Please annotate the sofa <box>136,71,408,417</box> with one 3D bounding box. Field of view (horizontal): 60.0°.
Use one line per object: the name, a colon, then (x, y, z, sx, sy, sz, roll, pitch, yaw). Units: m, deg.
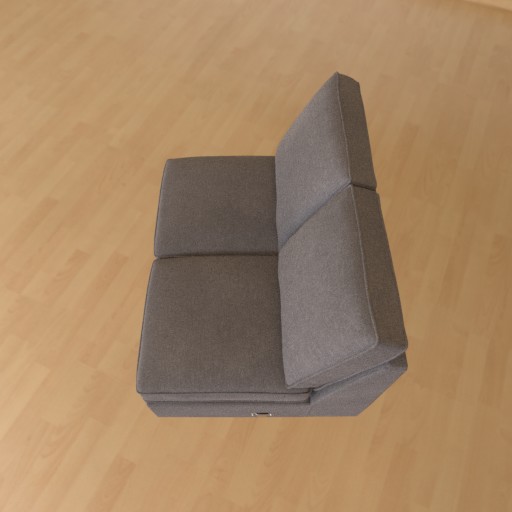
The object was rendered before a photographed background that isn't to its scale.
sofa: (0.000, 0.000, 1.974, 0.951, 1.008, 1.237, 0, 60, 0)
